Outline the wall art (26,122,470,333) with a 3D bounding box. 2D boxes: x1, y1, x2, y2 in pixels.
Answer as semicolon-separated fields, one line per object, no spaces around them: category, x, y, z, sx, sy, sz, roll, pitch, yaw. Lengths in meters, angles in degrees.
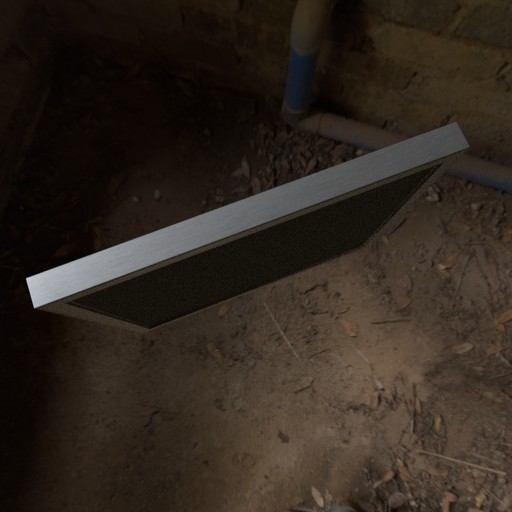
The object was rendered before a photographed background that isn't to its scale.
wall art;0.000;0.000;0.524;0.380;0.330;0.028;-21;78;-5
